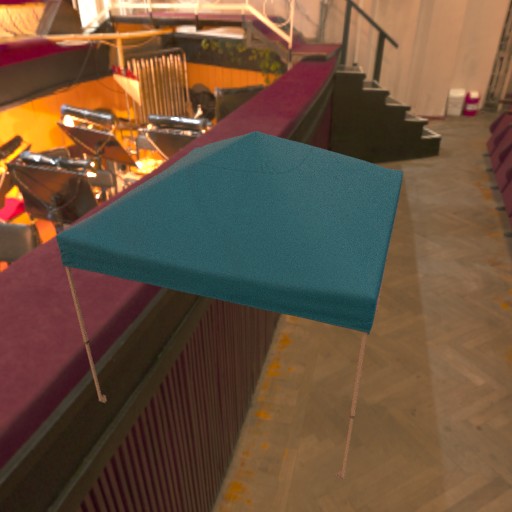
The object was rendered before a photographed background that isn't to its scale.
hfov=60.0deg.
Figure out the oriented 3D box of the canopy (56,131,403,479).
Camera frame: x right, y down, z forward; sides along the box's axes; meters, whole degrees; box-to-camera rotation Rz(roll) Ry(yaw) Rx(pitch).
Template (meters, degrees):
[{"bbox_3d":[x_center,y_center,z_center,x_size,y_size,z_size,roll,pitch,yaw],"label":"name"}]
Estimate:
[{"bbox_3d":[0.000,0.000,5.341,2.996,2.997,2.998,10,32,17],"label":"canopy"}]
